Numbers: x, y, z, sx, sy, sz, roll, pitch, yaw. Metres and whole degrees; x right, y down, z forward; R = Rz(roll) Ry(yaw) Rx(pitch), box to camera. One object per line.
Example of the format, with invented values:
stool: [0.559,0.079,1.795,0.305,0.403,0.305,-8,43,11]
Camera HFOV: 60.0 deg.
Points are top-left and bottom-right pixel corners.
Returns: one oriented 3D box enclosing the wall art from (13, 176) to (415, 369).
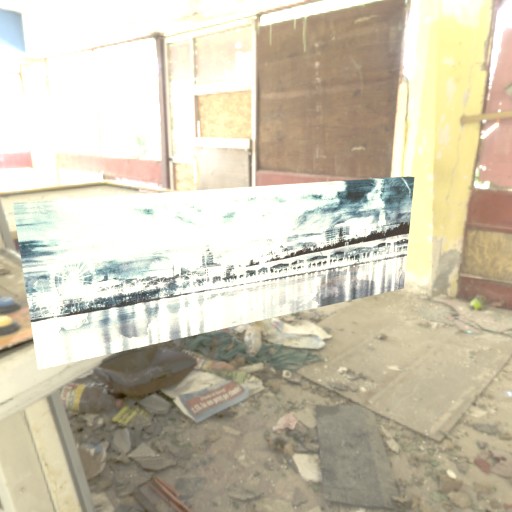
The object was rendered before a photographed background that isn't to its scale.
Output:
wall art: [0.000,0.000,1.641,1.524,0.509,0.037,-8,18,-27]
